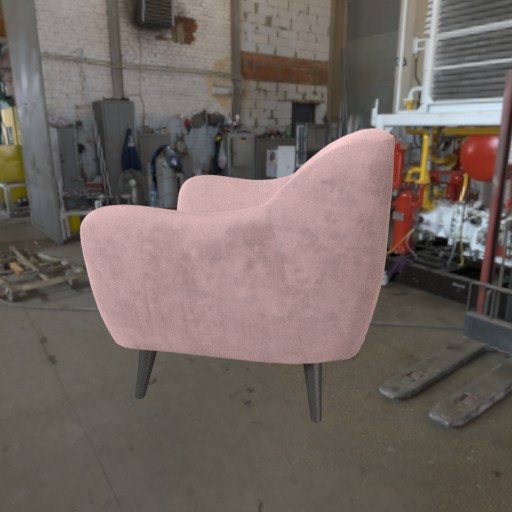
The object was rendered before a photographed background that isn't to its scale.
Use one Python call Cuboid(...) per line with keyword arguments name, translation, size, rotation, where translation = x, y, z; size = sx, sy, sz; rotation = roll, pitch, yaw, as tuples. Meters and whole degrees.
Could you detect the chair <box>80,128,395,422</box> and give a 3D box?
Cuboid(name="chair", translation=(0.000, 0.000, 1.484), size=(0.820, 0.820, 0.840), rotation=(3, 16, 10))
